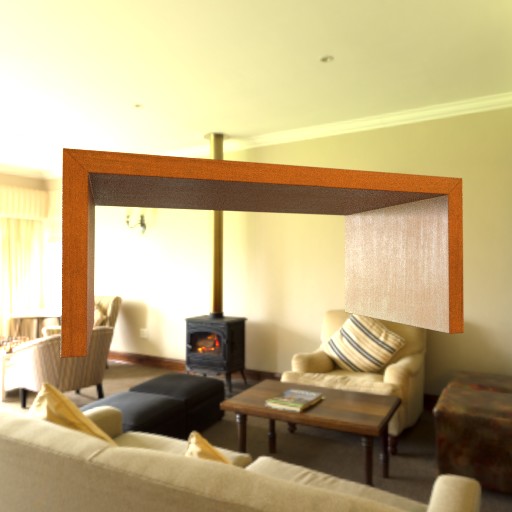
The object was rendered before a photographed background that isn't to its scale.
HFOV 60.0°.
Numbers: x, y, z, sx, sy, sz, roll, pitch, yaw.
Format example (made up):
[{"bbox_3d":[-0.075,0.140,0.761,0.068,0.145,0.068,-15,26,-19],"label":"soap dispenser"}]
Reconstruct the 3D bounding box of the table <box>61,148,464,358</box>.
[{"bbox_3d":[0.000,0.000,1.301,1.000,0.419,0.549,0,-1,-18],"label":"table"}]
